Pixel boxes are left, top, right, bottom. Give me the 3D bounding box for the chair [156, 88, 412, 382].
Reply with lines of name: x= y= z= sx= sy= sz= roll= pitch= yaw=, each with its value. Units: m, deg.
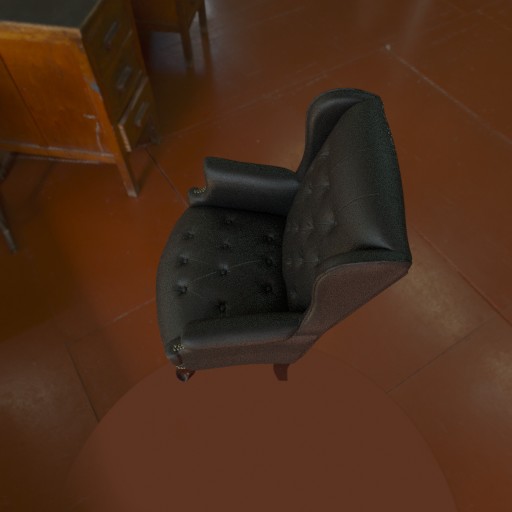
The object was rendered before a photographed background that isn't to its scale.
chair: x=0.000 y=0.000 z=1.703 sx=0.822 sy=1.133 sz=0.831 roll=2 pitch=58 yaw=1
